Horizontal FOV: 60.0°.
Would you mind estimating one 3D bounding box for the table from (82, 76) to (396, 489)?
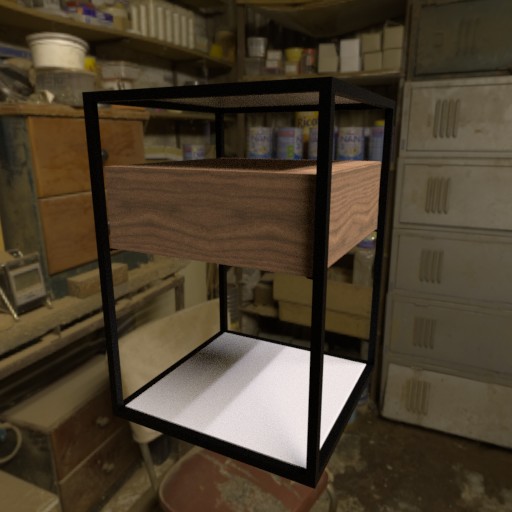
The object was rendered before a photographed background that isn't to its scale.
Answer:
[{"bbox_3d":[0.000,0.000,0.796,0.378,0.540,0.378,7,17,26],"label":"table"}]
